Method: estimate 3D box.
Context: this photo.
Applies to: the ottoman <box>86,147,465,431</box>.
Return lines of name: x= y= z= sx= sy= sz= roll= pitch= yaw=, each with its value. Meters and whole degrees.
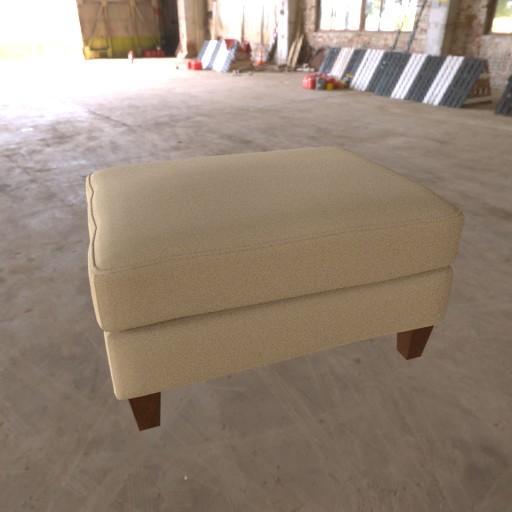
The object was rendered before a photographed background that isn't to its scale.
ottoman: x=0.000 y=0.000 z=1.203 sx=0.818 sy=0.485 sz=0.634 roll=-9 pitch=30 yaw=-17
